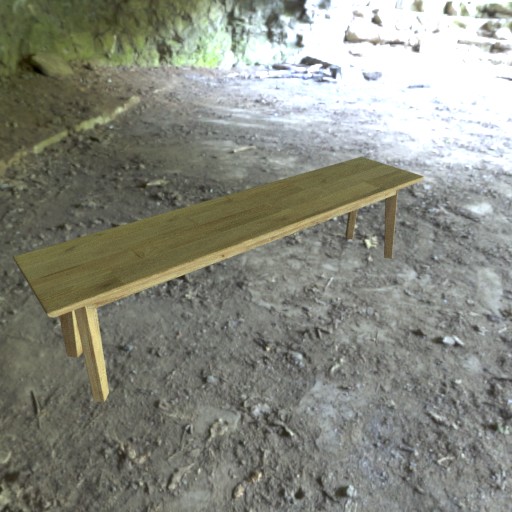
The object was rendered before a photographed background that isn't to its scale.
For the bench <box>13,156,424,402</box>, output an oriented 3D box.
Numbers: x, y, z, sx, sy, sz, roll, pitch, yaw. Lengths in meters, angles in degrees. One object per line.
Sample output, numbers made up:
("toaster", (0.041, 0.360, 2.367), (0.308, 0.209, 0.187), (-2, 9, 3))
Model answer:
("bench", (0.000, 0.000, 1.861), (1.698, 0.431, 0.378), (-21, 36, -32))
